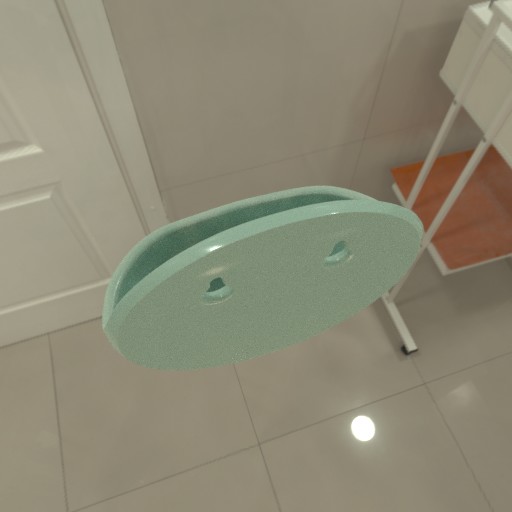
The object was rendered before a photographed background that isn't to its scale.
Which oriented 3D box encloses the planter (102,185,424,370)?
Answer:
[{"bbox_3d":[0.000,0.000,0.272,0.189,0.164,0.073,-16,60,-10],"label":"planter"}]
